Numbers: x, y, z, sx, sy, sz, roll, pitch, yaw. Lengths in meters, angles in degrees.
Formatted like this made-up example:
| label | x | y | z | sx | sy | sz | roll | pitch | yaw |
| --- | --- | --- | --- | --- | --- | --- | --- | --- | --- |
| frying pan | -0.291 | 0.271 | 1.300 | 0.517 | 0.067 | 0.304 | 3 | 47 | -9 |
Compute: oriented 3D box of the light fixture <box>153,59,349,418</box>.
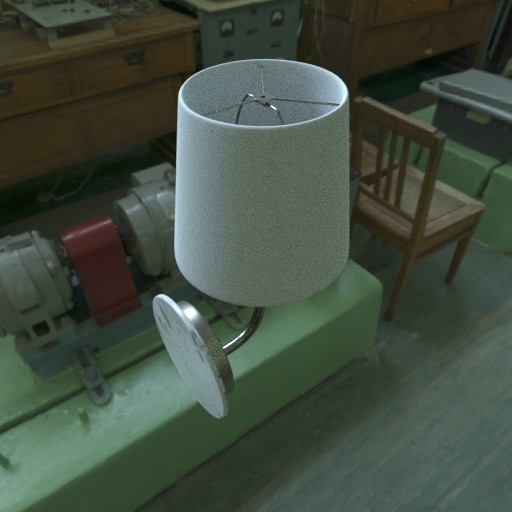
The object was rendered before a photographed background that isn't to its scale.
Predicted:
| label | x | y | z | sx | sy | sz | roll | pitch | yaw |
| --- | --- | --- | --- | --- | --- | --- | --- | --- | --- |
| light fixture | 0.000 | 0.000 | 0.446 | 0.188 | 0.337 | 0.168 | -27 | 49 | -26 |
